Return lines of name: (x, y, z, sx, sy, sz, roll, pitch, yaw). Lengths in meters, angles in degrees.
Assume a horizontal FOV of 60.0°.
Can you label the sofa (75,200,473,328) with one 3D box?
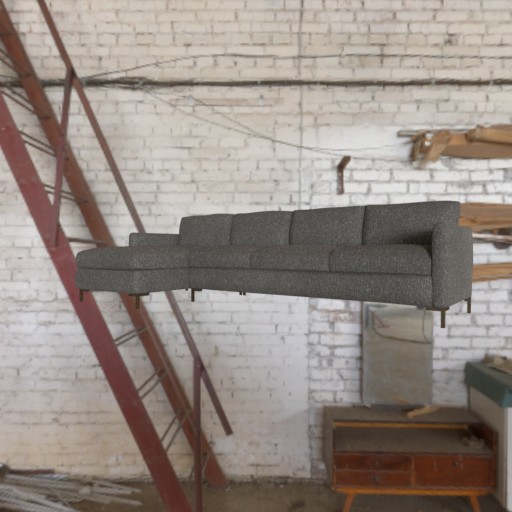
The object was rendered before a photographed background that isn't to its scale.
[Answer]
sofa: (0.000, 0.000, 3.488, 2.932, 0.810, 1.350, 1, 1, 36)
